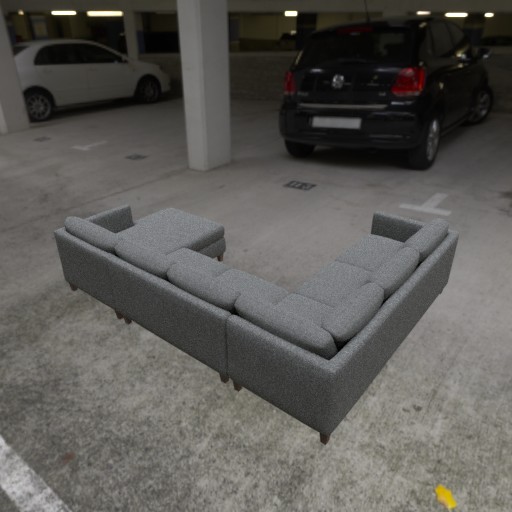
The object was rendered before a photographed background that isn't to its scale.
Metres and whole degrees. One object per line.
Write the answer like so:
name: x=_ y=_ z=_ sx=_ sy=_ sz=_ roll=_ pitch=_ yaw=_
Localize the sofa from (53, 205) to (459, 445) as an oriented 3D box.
sofa: x=0.000 y=0.000 z=4.543 sx=3.238 sy=0.853 sz=2.551 roll=21 pitch=35 yaw=33
